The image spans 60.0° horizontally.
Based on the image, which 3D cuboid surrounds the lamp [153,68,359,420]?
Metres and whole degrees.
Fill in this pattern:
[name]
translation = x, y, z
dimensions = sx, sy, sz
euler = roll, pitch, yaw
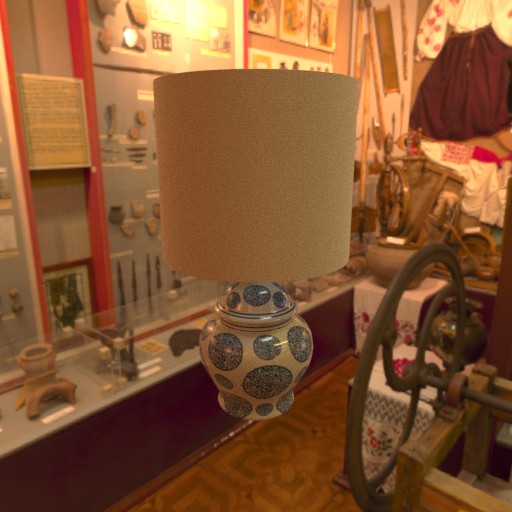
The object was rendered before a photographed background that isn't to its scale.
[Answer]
[lamp]
translation = 0.000, 0.000, 0.522
dimensions = 0.215, 0.381, 0.215
euler = 14, 20, 41
